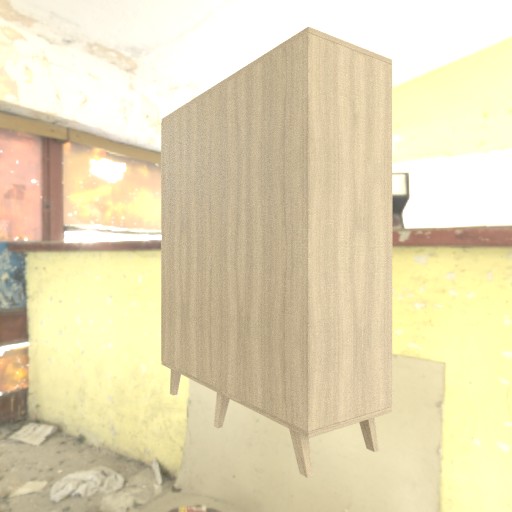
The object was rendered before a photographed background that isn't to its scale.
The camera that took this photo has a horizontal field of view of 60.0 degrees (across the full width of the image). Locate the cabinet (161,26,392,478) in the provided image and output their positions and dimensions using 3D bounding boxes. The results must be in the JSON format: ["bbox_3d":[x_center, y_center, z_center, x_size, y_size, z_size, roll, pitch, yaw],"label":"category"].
[{"bbox_3d":[0.000,0.000,1.905,0.398,1.388,1.111,0,0,-35],"label":"cabinet"}]
